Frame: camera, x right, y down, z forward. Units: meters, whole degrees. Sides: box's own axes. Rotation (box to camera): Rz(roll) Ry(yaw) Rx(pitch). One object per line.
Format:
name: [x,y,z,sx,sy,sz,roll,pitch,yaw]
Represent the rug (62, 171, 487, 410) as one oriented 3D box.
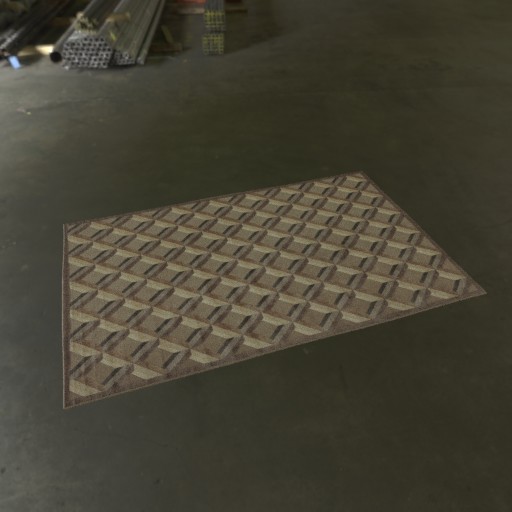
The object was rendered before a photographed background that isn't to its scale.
rug: [0.000,0.000,2.022,1.677,0.011,1.066,-12,42,-14]
